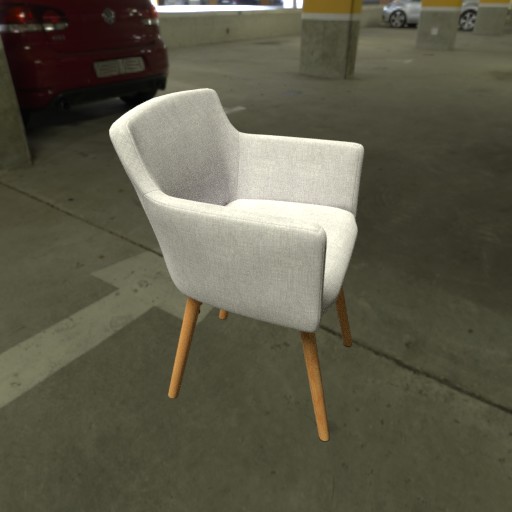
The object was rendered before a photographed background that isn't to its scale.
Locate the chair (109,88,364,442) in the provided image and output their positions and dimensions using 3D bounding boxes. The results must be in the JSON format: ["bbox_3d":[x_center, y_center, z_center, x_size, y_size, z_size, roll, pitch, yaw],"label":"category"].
[{"bbox_3d":[0.000,0.000,1.178,0.540,0.780,0.570,10,32,16],"label":"chair"}]
